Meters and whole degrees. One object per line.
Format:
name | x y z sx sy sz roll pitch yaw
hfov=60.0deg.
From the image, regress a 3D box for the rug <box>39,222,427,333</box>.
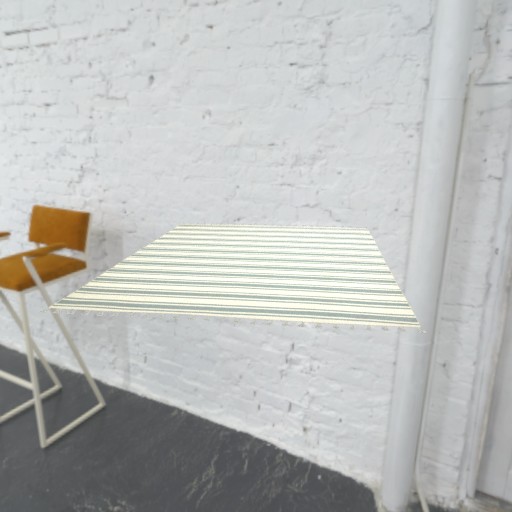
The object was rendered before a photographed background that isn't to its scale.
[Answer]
rug | 0.000 0.000 4.260 2.439 0.005 3.201 2 15 7
